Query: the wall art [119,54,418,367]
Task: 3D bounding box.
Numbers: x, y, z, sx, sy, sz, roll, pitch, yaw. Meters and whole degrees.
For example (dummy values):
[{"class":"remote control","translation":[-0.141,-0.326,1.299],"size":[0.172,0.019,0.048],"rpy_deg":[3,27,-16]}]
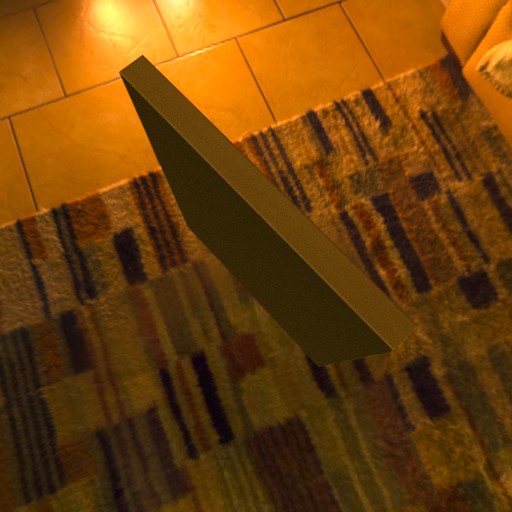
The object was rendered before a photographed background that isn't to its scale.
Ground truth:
[{"class":"wall art","translation":[0.000,0.000,0.831],"size":[0.040,0.608,0.489],"rpy_deg":[-42,78,-11]}]
